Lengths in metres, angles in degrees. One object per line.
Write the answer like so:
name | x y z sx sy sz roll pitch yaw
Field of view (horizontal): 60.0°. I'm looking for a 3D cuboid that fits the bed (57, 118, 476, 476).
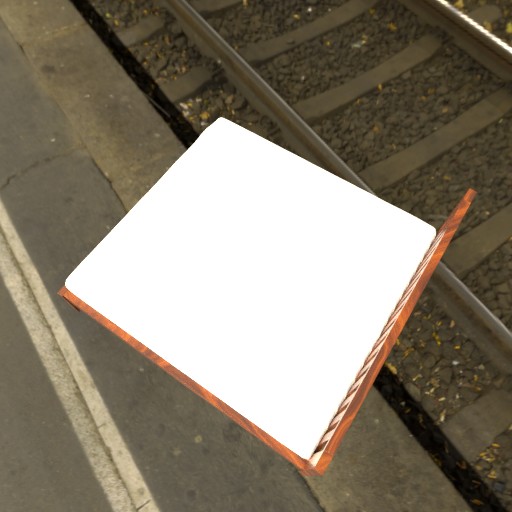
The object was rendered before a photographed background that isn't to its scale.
bed | 0.000 0.000 3.055 2.030 0.890 1.905 31 67 15
